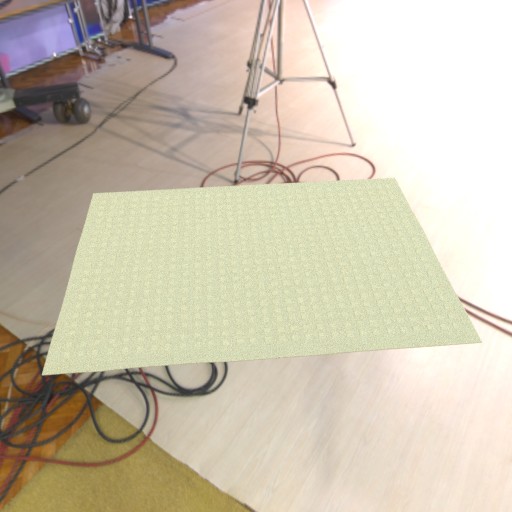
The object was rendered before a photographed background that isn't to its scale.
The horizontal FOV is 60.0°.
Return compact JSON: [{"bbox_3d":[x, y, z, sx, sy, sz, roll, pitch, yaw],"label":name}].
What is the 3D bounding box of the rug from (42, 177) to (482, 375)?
[{"bbox_3d":[0.000,0.000,2.150,1.747,0.006,1.143,-4,46,-3],"label":"rug"}]
